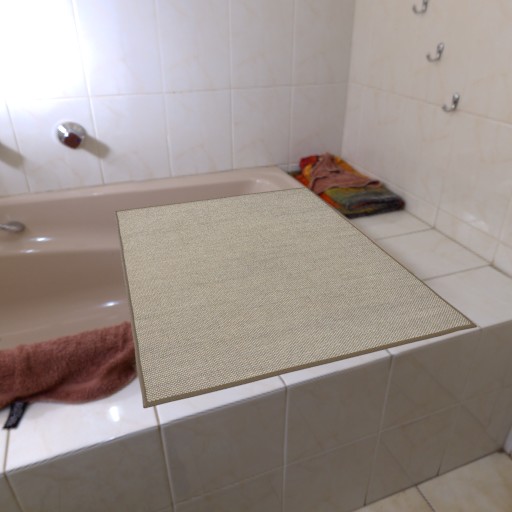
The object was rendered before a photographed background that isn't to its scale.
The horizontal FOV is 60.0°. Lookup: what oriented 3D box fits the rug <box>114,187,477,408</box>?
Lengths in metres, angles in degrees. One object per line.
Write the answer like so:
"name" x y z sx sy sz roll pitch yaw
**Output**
"rug" 0.000 0.000 4.163 2.413 0.020 3.041 -9 31 -16
